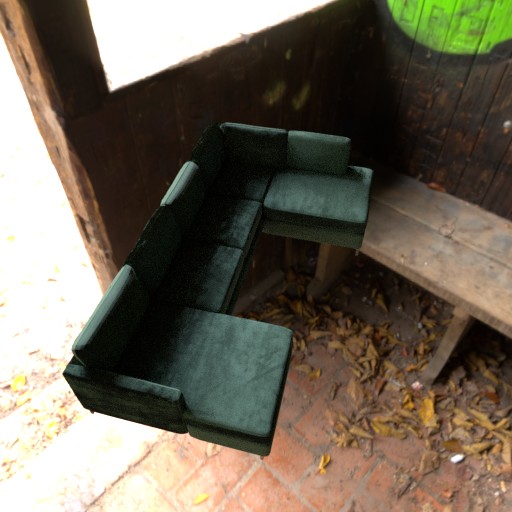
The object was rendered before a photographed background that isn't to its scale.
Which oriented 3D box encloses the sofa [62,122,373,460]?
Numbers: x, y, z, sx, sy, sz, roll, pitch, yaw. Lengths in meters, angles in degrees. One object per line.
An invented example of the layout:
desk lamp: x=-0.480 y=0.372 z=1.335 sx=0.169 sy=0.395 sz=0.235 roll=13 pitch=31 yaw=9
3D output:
sofa: x=0.000 y=0.000 z=4.335 sx=2.055 sy=0.992 sz=3.434 roll=10 pitch=47 yaw=10
